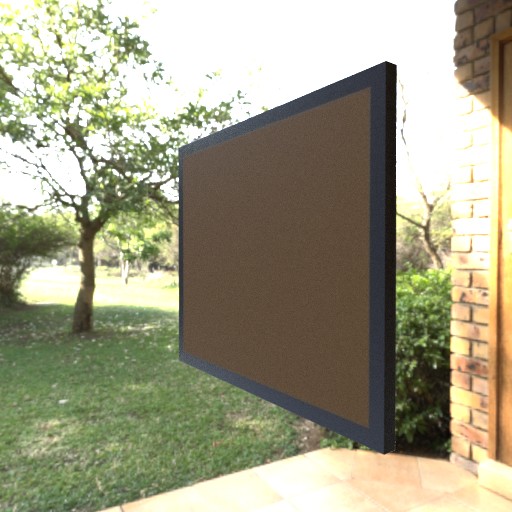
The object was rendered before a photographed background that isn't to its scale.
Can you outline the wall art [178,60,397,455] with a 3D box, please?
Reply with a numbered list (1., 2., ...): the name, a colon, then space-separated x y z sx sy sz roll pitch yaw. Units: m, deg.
1. wall art: 0.000 0.000 0.901 0.026 0.558 0.660 -1 1 -36
